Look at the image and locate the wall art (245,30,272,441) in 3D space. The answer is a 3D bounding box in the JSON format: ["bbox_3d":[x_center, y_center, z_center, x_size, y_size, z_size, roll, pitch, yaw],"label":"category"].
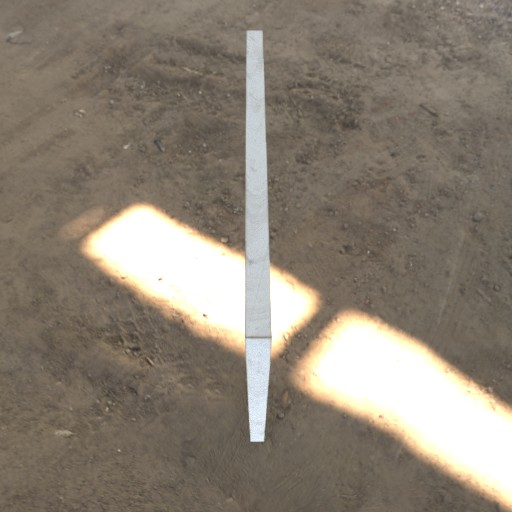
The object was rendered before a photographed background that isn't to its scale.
[{"bbox_3d":[0.000,0.000,1.142,0.038,0.757,0.760,0,57,0],"label":"wall art"}]
